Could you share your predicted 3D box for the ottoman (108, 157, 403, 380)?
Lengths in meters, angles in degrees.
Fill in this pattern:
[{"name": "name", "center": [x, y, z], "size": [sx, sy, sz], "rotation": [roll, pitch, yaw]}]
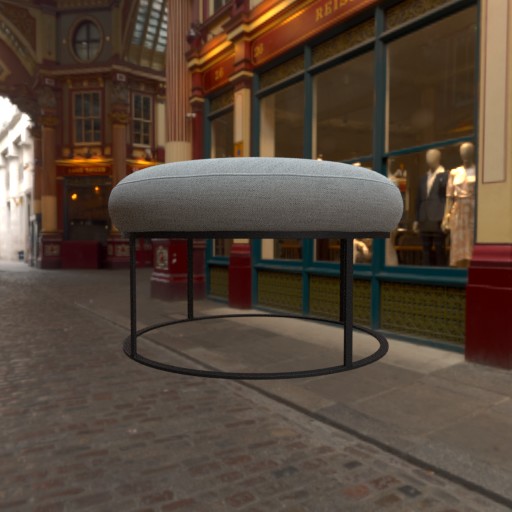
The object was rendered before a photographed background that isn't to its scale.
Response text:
[{"name": "ottoman", "center": [0.000, 0.000, 1.220], "size": [0.769, 0.459, 0.769], "rotation": [0, 3, 0]}]
